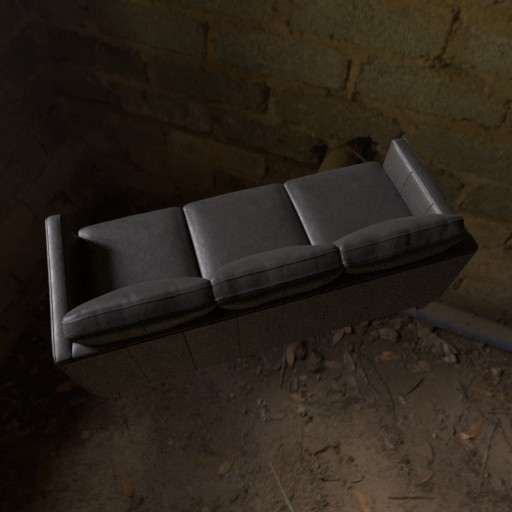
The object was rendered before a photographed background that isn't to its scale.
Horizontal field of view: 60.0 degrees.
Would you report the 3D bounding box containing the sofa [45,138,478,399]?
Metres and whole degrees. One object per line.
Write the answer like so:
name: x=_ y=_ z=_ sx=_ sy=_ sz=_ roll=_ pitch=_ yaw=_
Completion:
sofa: x=0.000 y=0.000 z=2.941 sx=2.464 sy=1.006 sz=1.045 roll=-14 pitch=59 yaw=-9
